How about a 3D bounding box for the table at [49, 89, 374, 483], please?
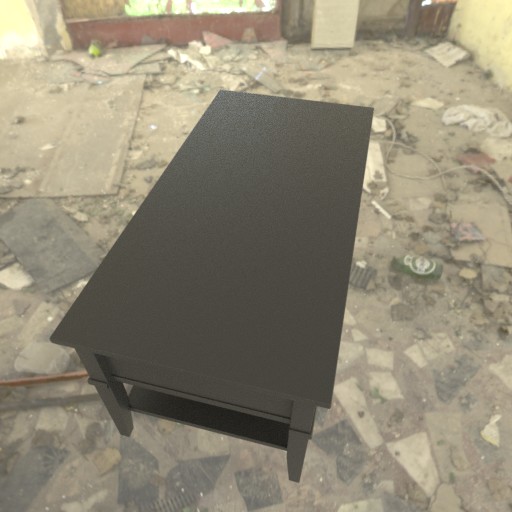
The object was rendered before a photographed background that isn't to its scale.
[{"bbox_3d":[0.000,0.000,1.294,0.523,0.470,1.044,10,47,10],"label":"table"}]
